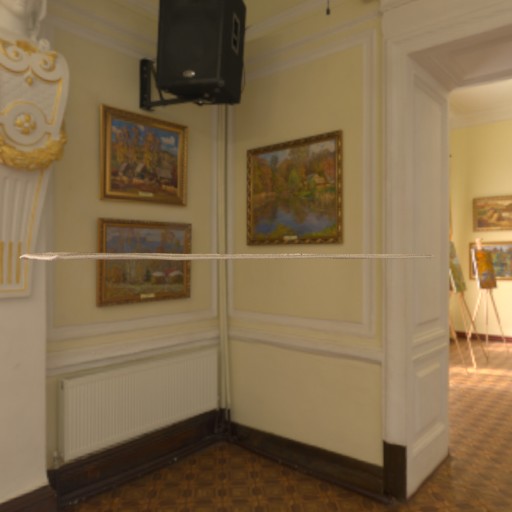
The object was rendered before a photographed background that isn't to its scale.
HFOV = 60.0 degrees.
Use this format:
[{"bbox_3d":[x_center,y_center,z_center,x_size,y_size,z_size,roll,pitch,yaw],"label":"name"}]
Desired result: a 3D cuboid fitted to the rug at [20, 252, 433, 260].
[{"bbox_3d":[0.000,0.000,2.619,2.381,0.036,0.831,0,0,-36],"label":"rug"}]
